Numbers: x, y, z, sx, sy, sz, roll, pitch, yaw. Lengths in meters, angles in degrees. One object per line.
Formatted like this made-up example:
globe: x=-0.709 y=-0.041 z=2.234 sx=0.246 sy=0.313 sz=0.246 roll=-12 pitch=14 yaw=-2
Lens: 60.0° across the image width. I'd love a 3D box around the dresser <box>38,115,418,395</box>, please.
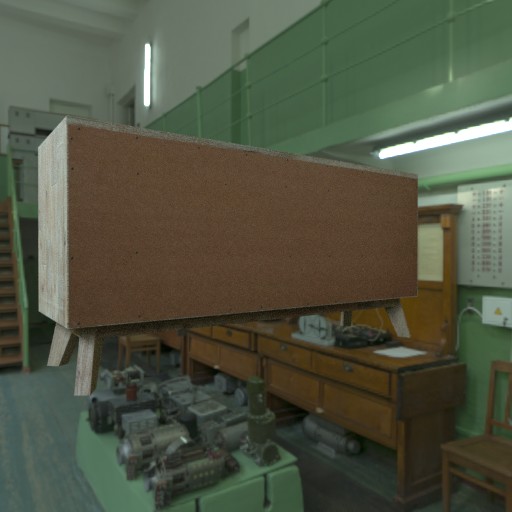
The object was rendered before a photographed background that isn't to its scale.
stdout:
dresser: x=0.000 y=0.000 z=1.877 sx=1.602 sy=0.788 sz=0.455 roll=0 pitch=1 yaw=-35
